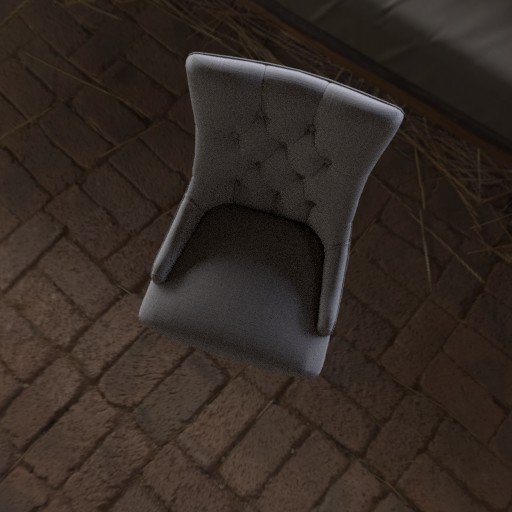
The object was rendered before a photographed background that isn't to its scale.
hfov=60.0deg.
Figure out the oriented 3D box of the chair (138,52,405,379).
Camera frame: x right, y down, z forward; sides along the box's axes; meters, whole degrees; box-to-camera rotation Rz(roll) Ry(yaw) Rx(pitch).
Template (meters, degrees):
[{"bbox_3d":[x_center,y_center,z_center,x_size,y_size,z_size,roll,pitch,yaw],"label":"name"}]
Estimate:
[{"bbox_3d":[0.000,0.000,1.213,0.509,0.874,0.565,17,76,4],"label":"chair"}]
